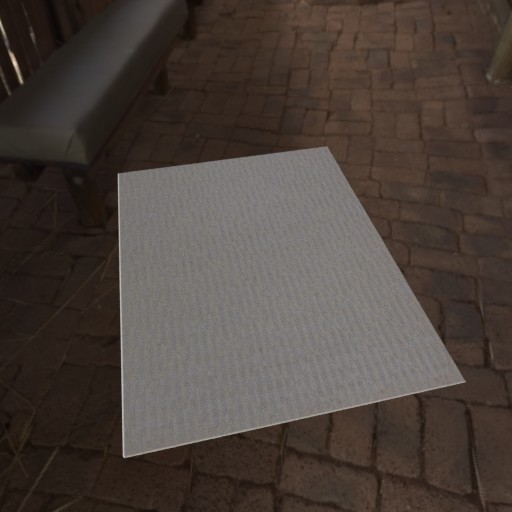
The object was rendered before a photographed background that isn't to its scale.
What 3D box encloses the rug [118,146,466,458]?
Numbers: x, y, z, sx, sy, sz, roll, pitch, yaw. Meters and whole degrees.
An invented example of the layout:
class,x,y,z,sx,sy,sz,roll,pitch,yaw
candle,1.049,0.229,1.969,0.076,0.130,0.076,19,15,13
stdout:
class,x,y,z,sx,sy,sz,roll,pitch,yaw
rug,0.000,0.000,4.009,2.410,0.021,3.055,-9,48,-9
